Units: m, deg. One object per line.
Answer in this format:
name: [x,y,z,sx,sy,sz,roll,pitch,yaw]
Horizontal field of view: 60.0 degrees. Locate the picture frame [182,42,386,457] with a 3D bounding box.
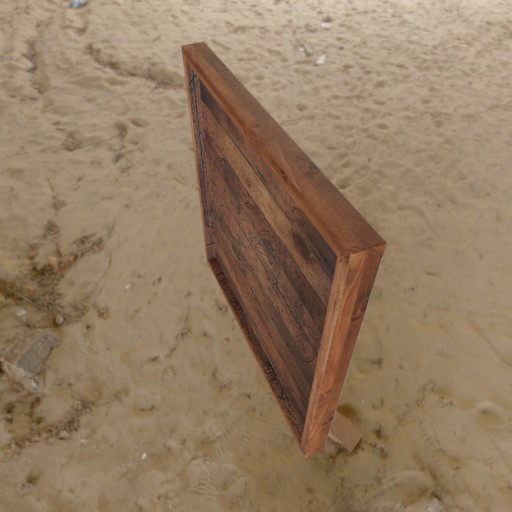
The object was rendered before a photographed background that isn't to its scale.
picture frame: [0.000,0.000,0.517,0.028,0.356,0.352,-18,49,-16]
